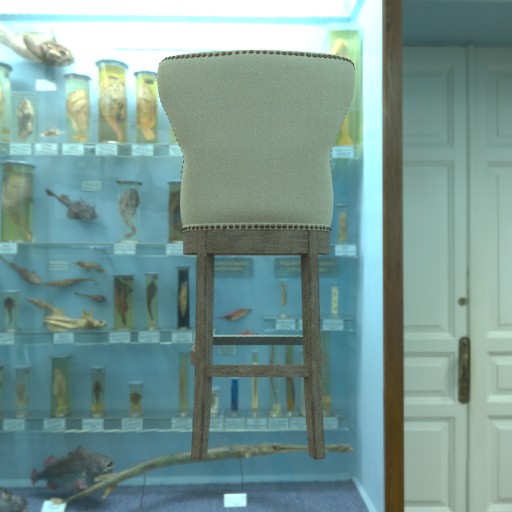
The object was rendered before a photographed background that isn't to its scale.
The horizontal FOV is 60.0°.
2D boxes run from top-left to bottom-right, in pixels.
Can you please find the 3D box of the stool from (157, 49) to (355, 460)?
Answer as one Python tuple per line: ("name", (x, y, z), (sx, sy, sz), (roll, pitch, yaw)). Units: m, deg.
("stool", (0.000, 0.000, 1.302), (0.498, 0.981, 0.608), (0, -1, 0))
